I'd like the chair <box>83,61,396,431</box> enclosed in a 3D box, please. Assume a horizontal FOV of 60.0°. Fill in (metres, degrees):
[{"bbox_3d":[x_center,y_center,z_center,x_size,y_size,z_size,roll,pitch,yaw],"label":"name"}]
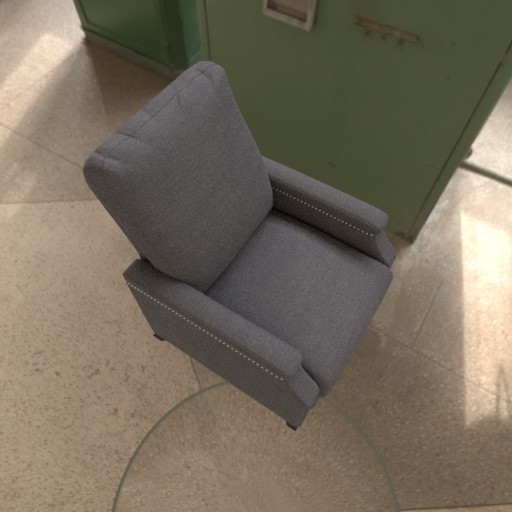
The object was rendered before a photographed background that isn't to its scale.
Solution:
[{"bbox_3d":[0.000,0.000,1.616,0.922,1.049,0.710,29,63,16],"label":"chair"}]
